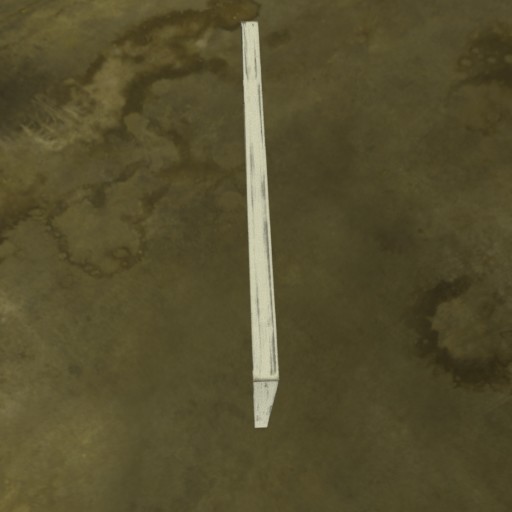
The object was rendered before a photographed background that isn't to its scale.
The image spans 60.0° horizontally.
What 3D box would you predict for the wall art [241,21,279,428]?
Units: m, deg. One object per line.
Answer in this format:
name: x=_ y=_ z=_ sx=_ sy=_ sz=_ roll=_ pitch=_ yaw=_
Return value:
wall art: x=0.000 y=0.000 z=1.135 sx=0.037 sy=0.761 sz=0.761 roll=-2 pitch=64 yaw=-1
